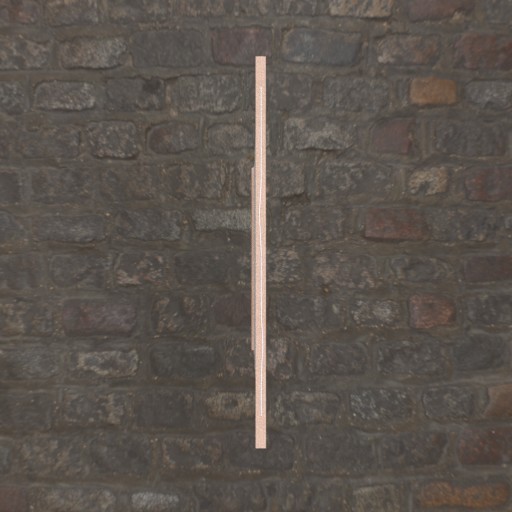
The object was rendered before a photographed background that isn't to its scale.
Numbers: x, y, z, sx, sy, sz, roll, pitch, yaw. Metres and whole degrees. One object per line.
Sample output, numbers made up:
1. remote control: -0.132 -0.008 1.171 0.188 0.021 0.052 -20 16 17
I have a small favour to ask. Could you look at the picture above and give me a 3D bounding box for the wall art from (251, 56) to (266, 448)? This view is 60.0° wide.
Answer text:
1. wall art: 0.000 0.000 1.356 0.020 1.013 0.758 0 89 -1
